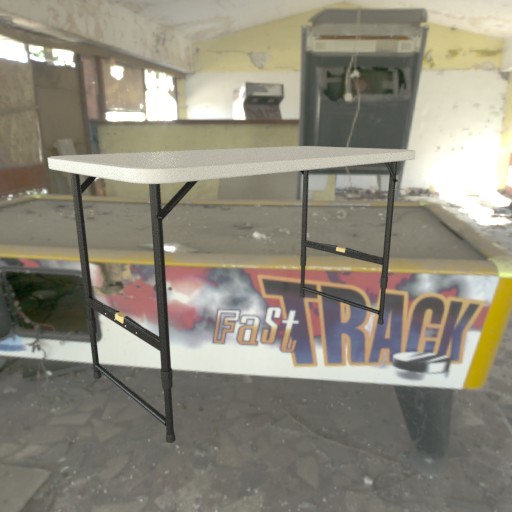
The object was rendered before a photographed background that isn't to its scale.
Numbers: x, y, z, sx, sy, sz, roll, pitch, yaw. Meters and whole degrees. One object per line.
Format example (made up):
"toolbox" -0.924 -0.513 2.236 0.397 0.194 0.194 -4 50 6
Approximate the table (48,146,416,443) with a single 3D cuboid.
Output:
"table" 0.000 0.000 1.622 1.219 0.737 0.610 -15 22 -42
